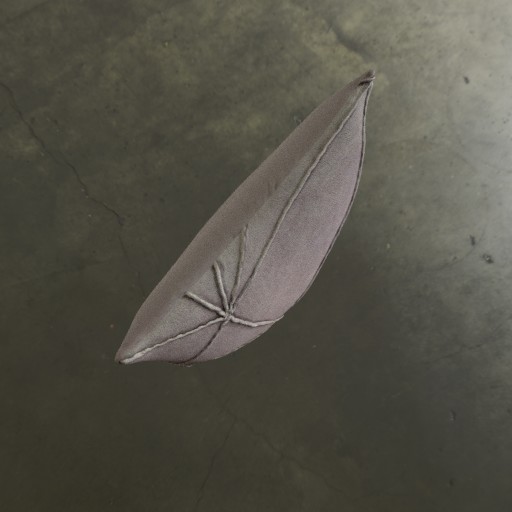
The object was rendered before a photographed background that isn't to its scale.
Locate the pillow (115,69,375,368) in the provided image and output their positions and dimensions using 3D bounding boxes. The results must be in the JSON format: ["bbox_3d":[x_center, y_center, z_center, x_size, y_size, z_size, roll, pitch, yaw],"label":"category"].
[{"bbox_3d":[0.000,0.000,0.676,0.185,0.440,0.439,39,79,9],"label":"pillow"}]
